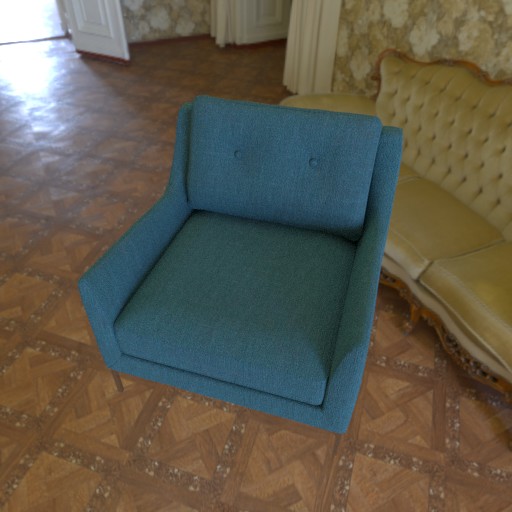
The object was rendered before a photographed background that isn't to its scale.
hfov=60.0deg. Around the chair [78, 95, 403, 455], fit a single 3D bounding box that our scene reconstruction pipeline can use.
[{"bbox_3d":[0.000,0.000,1.538,0.847,0.828,0.849,11,42,13],"label":"chair"}]
